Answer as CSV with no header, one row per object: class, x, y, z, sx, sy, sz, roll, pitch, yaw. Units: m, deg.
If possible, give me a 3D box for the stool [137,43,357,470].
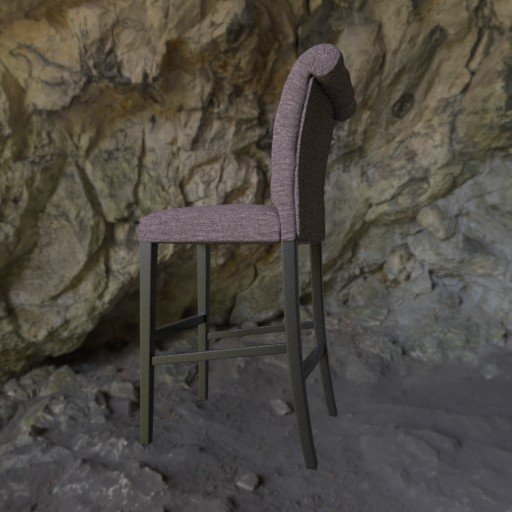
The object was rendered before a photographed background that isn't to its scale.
stool,0.000,0.000,1.439,0.613,1.131,0.452,0,1,18
